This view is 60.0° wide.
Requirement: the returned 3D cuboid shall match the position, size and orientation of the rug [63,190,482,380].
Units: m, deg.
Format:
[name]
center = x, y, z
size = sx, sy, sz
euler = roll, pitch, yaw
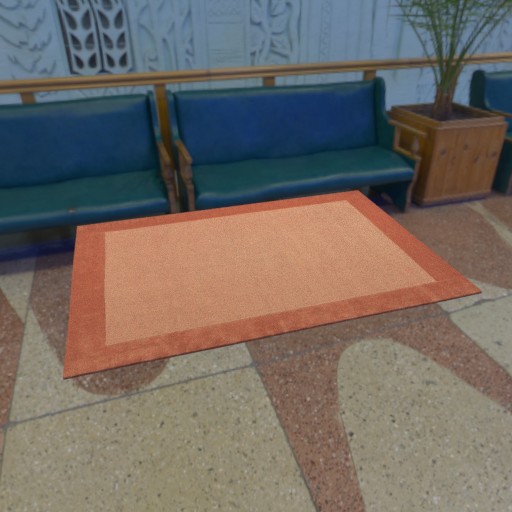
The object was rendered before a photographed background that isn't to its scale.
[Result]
[rug]
center = 0.000, 0.000, 2.326
size = 1.829, 0.014, 1.219
euler = -9, 33, -14
